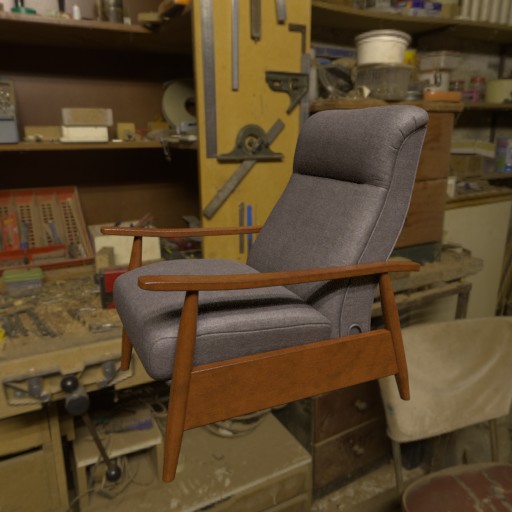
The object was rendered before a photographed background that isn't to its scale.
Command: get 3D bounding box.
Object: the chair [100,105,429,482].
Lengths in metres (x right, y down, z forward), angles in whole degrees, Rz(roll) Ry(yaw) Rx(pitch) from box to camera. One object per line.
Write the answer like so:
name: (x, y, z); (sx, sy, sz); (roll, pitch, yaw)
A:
chair: (0.000, 0.000, 1.671); (1.014, 1.081, 0.762); (-8, 17, -25)
